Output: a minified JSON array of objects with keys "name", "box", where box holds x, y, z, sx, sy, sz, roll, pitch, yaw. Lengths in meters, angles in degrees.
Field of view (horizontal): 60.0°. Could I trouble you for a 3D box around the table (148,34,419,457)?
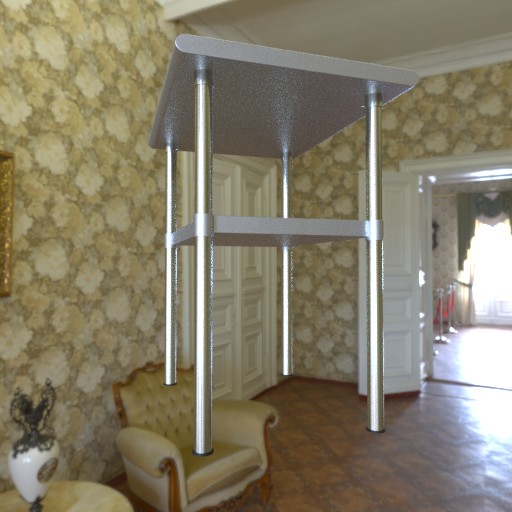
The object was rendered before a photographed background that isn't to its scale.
[{"name":"table","box":[0.000,0.000,1.330,0.584,0.876,0.762,0,-2,-18]}]
